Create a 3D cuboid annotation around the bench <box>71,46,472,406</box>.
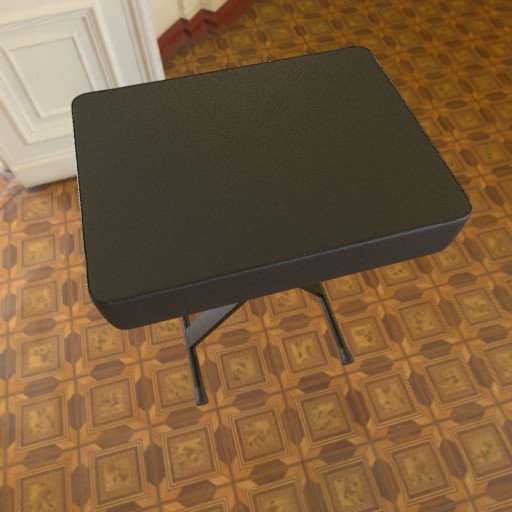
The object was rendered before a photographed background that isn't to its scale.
[{"bbox_3d":[0.000,0.000,0.749,0.424,0.500,0.321,-13,60,-8],"label":"bench"}]
